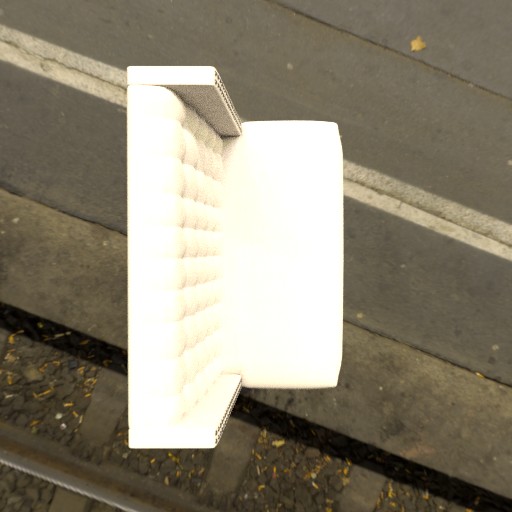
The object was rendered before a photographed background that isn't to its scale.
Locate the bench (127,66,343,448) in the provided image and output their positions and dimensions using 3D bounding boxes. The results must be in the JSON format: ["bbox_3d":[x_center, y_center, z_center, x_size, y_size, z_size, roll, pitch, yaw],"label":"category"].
[{"bbox_3d":[0.000,0.000,2.002,0.847,1.123,1.280,0,91,0],"label":"bench"}]
